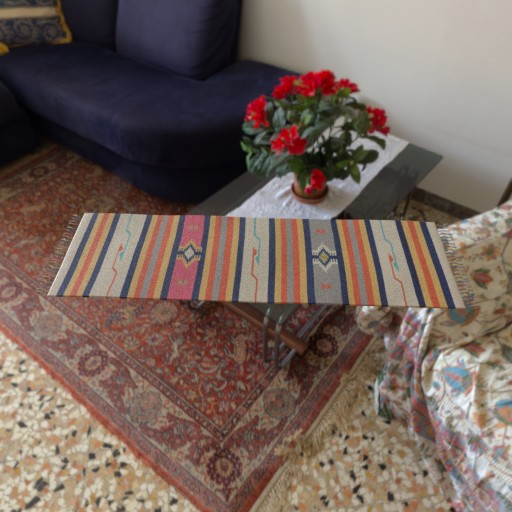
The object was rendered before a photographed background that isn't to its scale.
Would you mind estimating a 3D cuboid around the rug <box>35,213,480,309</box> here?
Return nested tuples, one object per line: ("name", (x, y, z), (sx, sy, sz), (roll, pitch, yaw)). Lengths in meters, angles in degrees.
("rug", (0.000, 0.000, 2.664), (2.455, 0.017, 0.695), (2, 46, 2))
